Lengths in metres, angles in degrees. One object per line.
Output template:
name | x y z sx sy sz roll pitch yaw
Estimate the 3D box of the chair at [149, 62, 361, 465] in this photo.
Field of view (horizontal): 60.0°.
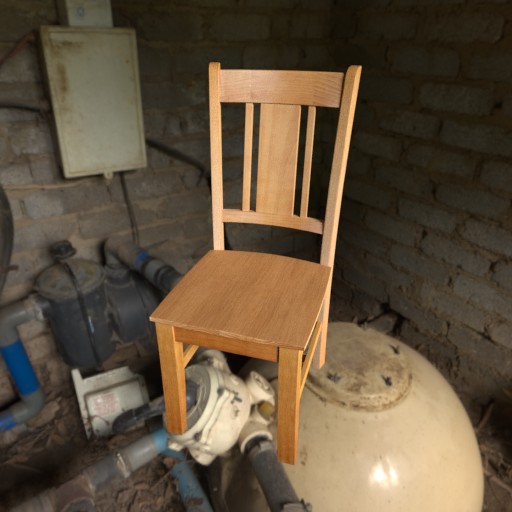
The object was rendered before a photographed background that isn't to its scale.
chair | 0.000 0.000 1.293 0.450 0.998 0.556 8 28 15
